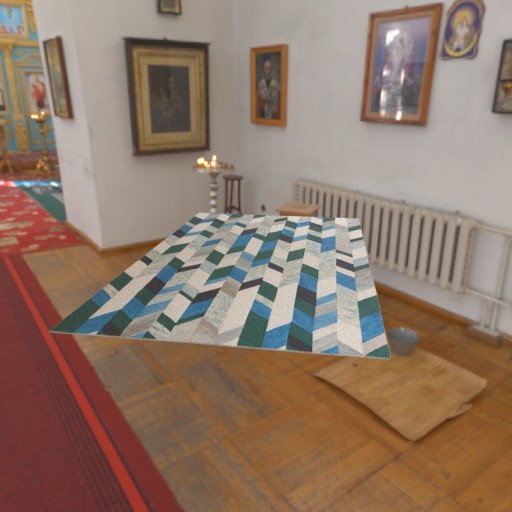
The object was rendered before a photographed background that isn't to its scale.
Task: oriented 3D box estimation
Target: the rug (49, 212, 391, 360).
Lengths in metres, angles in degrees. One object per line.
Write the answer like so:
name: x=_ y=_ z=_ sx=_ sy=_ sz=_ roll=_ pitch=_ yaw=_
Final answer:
rug: x=0.000 y=0.000 z=3.016 sx=1.507 sy=0.007 sz=2.433 roll=3 pitch=19 yaw=9
